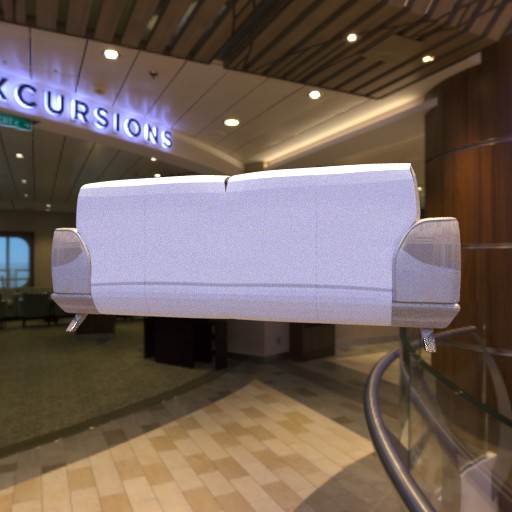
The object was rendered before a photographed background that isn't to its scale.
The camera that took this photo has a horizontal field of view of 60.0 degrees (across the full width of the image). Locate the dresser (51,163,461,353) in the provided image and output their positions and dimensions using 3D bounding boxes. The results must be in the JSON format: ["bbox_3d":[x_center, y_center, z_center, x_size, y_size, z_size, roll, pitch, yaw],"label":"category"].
[{"bbox_3d":[0.000,0.000,5.827,4.679,1.863,2.251,0,-1,18],"label":"dresser"}]
